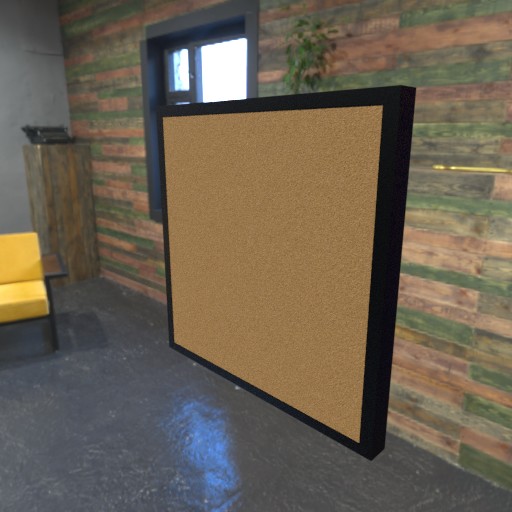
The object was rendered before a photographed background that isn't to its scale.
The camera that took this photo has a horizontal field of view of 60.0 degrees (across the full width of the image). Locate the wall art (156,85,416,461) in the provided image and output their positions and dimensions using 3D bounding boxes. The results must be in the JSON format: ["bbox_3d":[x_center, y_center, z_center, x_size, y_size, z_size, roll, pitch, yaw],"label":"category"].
[{"bbox_3d":[0.000,0.000,0.756,0.038,0.506,0.506,-14,21,-43],"label":"wall art"}]
